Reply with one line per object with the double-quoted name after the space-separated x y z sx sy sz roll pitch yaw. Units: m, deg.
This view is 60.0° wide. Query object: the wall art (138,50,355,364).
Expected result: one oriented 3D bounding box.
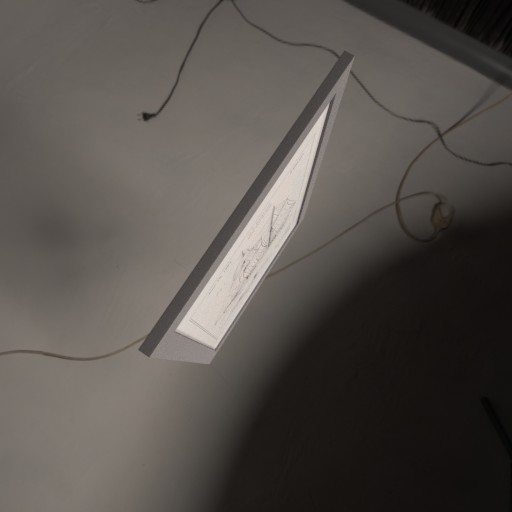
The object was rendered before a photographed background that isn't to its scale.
0.000 0.000 0.701 0.013 0.534 0.380 32 78 8 "wall art"
